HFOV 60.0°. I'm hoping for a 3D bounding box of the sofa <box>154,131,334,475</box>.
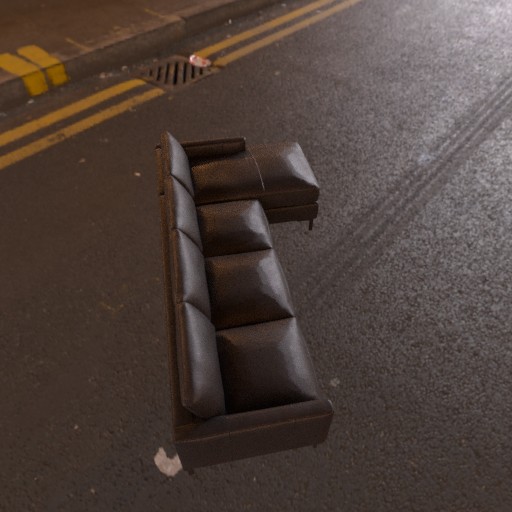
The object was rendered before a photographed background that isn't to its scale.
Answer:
[{"bbox_3d":[0.000,0.000,3.602,1.471,0.859,2.993,-8,46,-8],"label":"sofa"}]
